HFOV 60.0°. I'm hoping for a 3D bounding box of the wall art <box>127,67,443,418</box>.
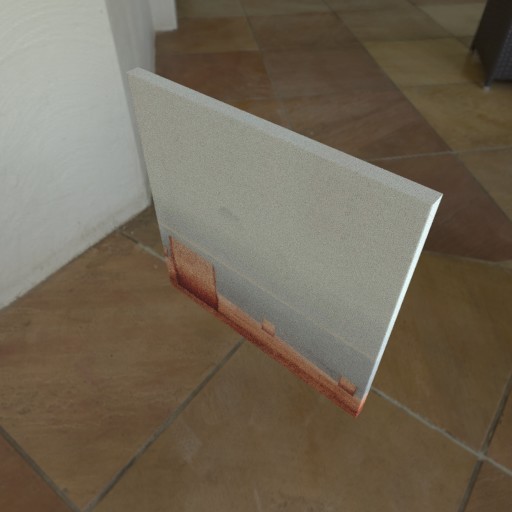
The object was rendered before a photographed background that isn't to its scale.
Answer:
[{"bbox_3d":[0.000,0.000,0.610,0.405,0.405,0.023,31,53,27],"label":"wall art"}]
